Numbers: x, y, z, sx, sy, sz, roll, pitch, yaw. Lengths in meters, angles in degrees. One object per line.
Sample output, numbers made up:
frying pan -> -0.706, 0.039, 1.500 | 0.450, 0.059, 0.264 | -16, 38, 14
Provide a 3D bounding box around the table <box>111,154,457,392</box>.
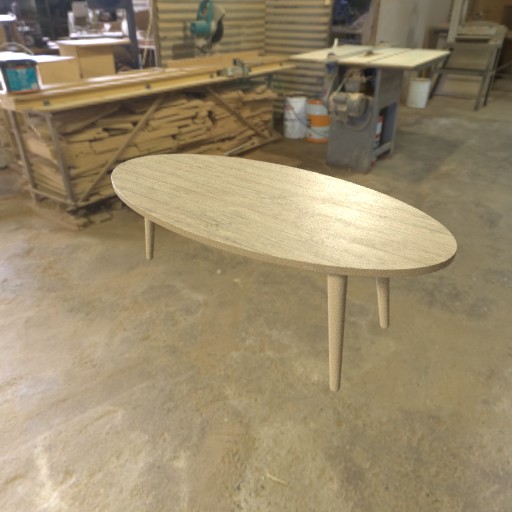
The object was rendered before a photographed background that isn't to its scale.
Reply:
table -> 0.000, 0.000, 1.343 | 1.083, 0.390, 0.542 | 21, 36, 32
